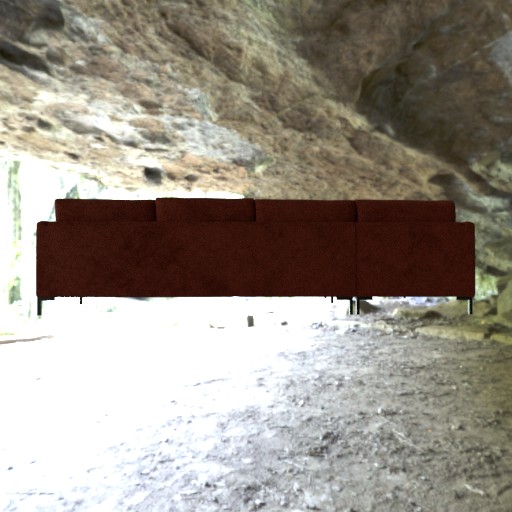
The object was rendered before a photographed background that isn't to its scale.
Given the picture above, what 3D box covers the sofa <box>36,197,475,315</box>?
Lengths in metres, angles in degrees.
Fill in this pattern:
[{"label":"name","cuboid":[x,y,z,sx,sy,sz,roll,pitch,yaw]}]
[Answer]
[{"label":"sofa","cuboid":[0.000,0.000,2.989,2.467,0.663,1.136,0,-1,-1]}]
